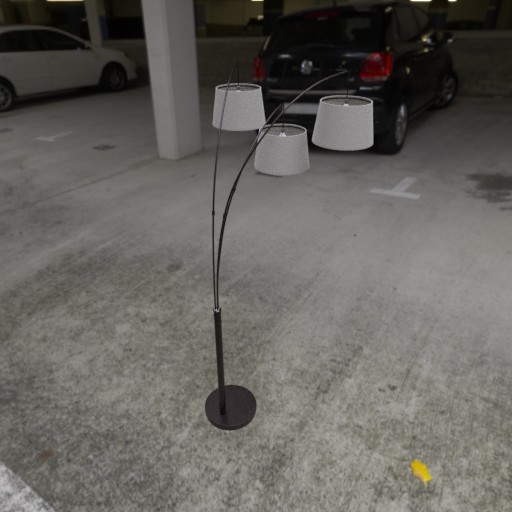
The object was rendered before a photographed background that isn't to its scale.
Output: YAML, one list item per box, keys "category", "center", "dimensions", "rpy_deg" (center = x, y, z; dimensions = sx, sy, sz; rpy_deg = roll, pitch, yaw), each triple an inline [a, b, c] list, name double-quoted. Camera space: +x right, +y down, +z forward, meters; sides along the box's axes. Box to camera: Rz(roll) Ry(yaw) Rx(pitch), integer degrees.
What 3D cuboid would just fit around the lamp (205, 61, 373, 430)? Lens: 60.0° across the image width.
- category: "lamp"
  center: [0.000, 0.000, 2.525]
  dimensions: [0.951, 1.950, 0.924]
  rpy_deg: [19, 36, 29]
